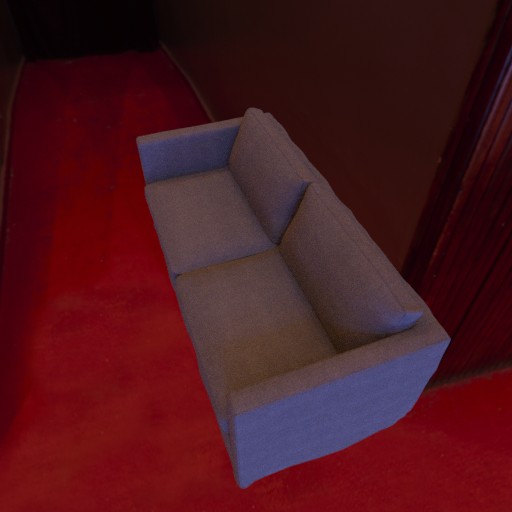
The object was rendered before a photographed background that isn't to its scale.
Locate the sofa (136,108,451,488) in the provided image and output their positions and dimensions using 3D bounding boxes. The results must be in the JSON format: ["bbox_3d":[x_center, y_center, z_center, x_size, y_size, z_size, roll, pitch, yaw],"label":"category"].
[{"bbox_3d":[0.000,0.000,2.477,0.953,0.855,1.982,-15,48,-14],"label":"sofa"}]
